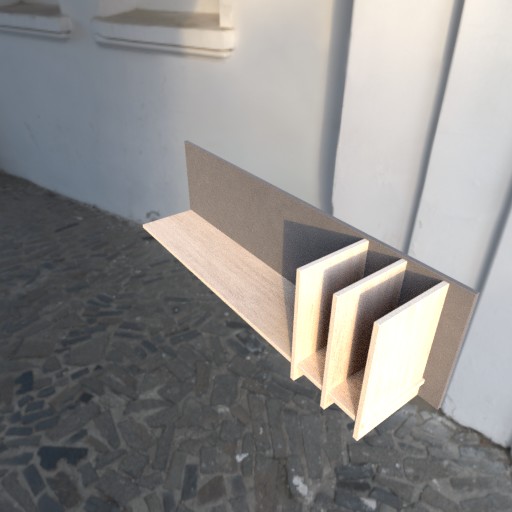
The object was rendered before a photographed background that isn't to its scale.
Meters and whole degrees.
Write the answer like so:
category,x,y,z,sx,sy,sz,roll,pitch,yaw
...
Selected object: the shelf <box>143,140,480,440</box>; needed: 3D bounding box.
category,x,y,z,sx,sy,sz,roll,pitch,yaw
shelf,0.000,0.000,1.136,0.200,0.300,1.020,-22,39,-30
